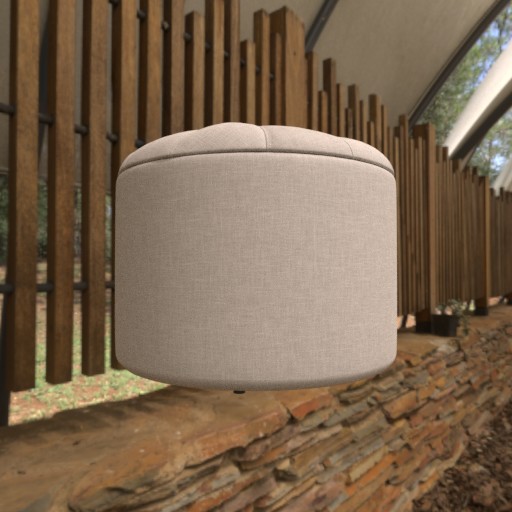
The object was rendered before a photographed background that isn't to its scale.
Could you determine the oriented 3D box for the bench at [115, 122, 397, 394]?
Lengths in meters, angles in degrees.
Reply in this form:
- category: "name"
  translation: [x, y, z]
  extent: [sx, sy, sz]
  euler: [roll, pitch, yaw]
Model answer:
- category: "bench"
  translation: [0.000, 0.000, 0.990]
  extent: [0.600, 0.453, 0.600]
  euler: [0, -1, 0]
